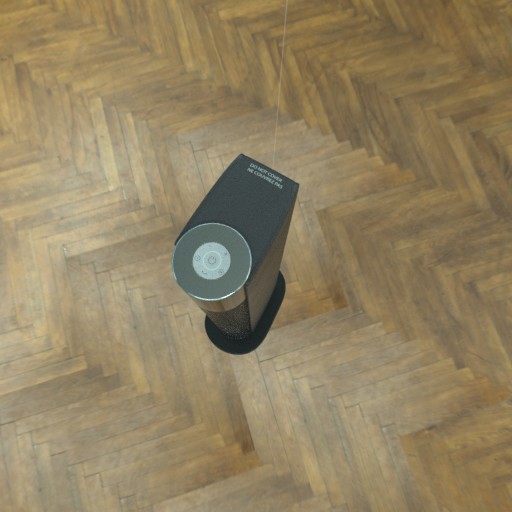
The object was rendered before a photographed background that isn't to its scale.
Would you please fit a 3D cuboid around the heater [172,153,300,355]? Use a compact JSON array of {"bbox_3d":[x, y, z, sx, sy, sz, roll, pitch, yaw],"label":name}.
[{"bbox_3d":[0.000,0.000,1.043,0.214,0.856,0.458,29,78,7],"label":"heater"}]
